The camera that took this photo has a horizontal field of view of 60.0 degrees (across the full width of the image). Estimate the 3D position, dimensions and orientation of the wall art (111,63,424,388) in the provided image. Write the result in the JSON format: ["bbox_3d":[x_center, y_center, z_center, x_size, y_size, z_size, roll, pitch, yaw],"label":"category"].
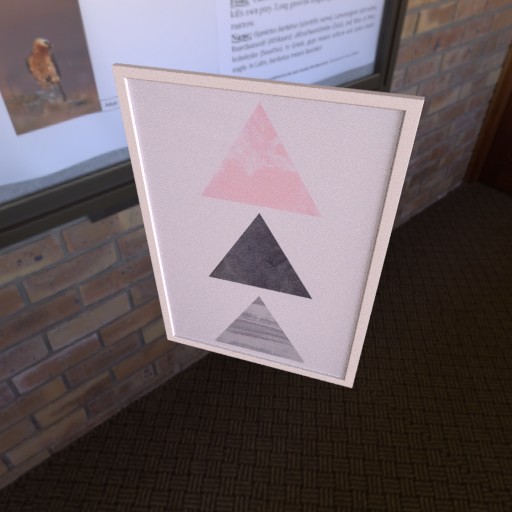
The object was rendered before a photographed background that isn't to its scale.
[{"bbox_3d":[0.000,0.000,0.839,0.456,0.656,0.013,12,42,13],"label":"wall art"}]
